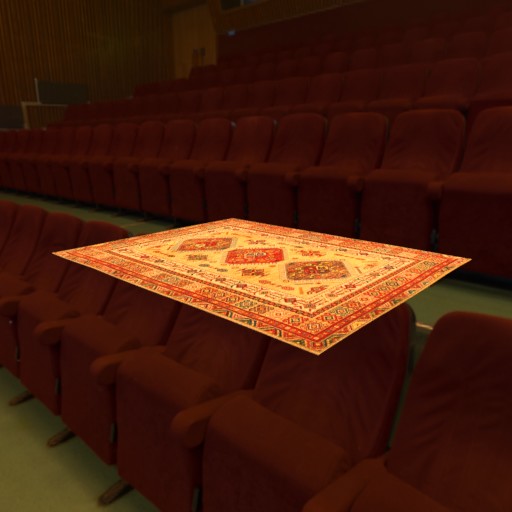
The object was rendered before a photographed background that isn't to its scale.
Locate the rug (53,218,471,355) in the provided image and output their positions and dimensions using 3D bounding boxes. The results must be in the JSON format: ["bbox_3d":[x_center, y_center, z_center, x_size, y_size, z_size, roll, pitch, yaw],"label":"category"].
[{"bbox_3d":[0.000,0.000,4.137,3.067,0.005,2.460,13,20,40],"label":"rug"}]
